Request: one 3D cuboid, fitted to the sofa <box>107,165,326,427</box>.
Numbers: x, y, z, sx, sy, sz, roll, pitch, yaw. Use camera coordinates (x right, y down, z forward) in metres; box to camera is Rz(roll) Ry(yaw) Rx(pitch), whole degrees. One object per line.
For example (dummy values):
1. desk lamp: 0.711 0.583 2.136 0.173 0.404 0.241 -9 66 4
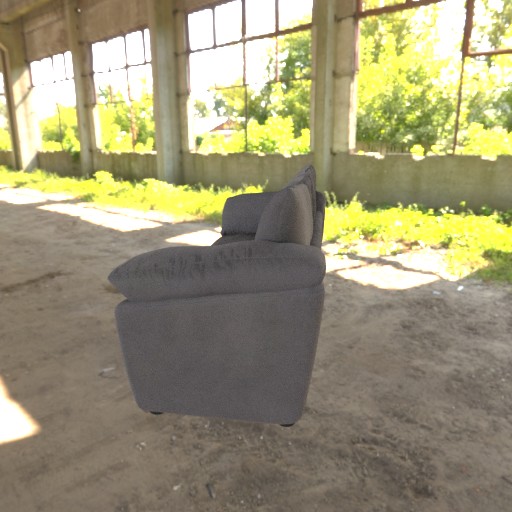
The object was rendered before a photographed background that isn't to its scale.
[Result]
1. sofa: 0.000 0.000 2.856 0.878 1.073 2.336 2 15 8
